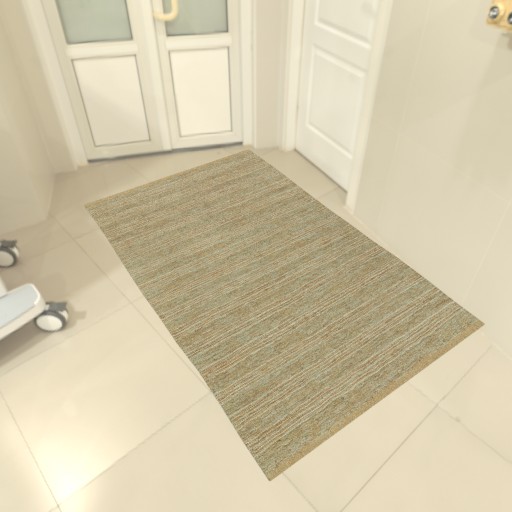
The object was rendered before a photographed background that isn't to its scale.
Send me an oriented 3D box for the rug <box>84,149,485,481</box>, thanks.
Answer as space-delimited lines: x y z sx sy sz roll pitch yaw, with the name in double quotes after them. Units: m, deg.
0.000 0.000 2.976 1.540 0.012 2.448 -25 48 -25 "rug"
